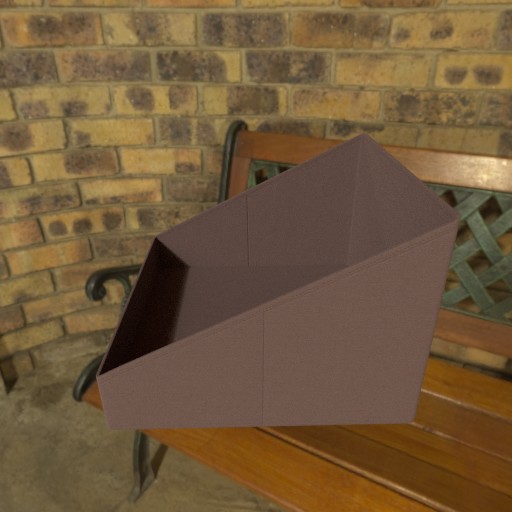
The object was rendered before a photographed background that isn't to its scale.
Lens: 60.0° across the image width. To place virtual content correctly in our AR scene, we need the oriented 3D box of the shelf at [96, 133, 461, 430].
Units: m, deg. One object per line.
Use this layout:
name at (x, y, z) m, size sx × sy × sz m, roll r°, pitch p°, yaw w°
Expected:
shelf at (0.000, 0.000, 0.493) m, size 0.292 × 0.210 × 0.292 m, roll -1°, pitch 27°, yaw -1°
